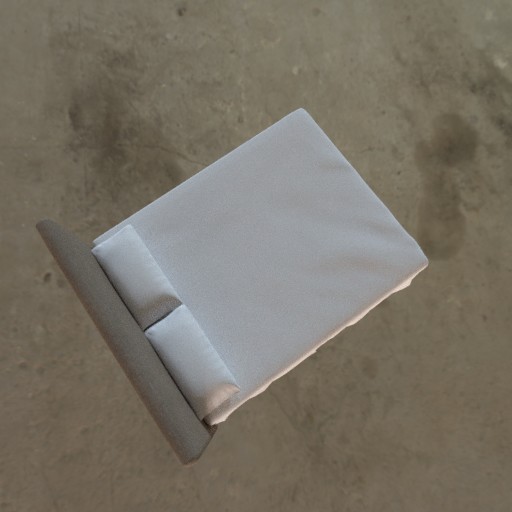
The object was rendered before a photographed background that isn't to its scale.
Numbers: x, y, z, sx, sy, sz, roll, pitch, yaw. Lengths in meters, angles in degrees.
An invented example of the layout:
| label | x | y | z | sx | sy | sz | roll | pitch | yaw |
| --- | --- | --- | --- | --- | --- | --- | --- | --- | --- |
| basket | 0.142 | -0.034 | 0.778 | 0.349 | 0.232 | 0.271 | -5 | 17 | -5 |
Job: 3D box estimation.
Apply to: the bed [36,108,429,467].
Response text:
| label | x | y | z | sx | sy | sz | roll | pitch | yaw |
| --- | --- | --- | --- | --- | --- | --- | --- | --- | --- |
| bed | 0.000 | 0.000 | 3.233 | 2.142 | 1.330 | 1.723 | -35 | 79 | -8 |
